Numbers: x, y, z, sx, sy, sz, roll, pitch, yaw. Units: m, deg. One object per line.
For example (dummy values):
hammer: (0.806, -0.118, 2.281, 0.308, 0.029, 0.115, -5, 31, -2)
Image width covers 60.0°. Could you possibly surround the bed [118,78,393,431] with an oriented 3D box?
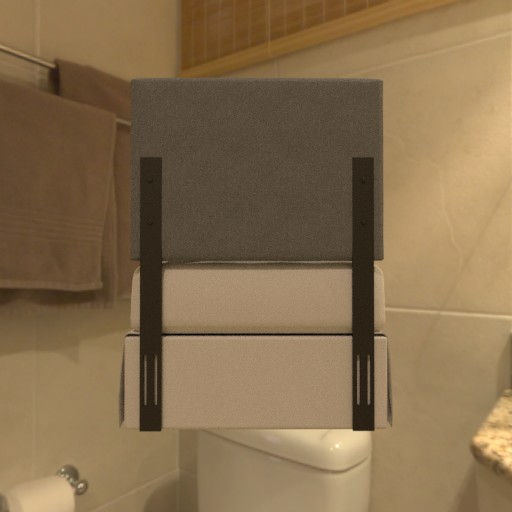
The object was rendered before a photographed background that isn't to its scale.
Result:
bed: (0.000, 0.000, 2.944, 1.261, 1.571, 1.997, 0, -1, 0)
